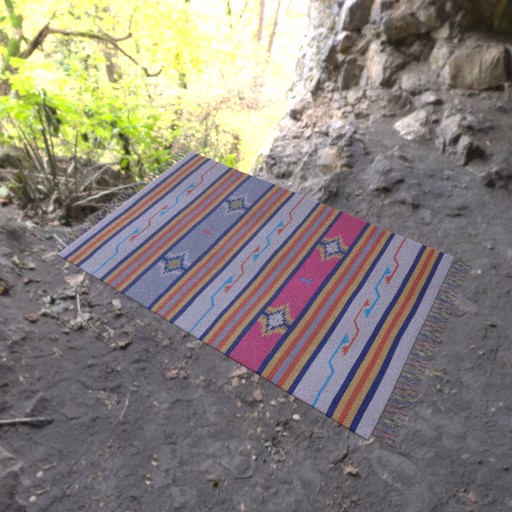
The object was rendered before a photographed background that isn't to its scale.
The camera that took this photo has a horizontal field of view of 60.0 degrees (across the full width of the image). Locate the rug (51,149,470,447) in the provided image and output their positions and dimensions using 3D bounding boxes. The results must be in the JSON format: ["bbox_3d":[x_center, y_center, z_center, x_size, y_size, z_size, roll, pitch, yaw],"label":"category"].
[{"bbox_3d":[0.000,0.000,2.226,1.849,0.013,1.084,26,52,22],"label":"rug"}]
